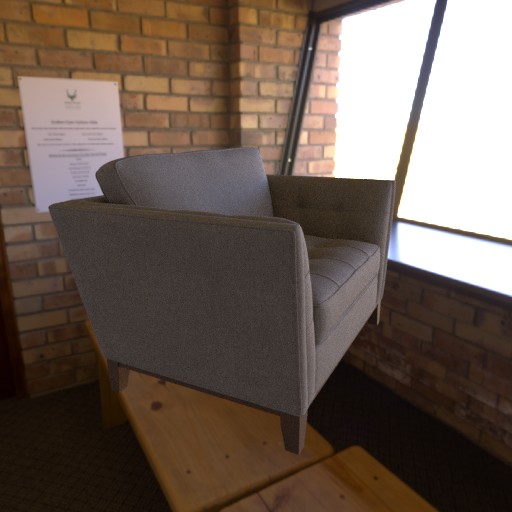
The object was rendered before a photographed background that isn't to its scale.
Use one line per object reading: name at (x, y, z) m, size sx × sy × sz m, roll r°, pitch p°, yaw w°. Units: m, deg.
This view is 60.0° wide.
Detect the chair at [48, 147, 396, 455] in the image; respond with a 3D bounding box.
chair at (0.000, 0.000, 2.043) m, size 0.965 × 0.942 × 1.396 m, roll 8°, pitch 17°, yaw 26°
